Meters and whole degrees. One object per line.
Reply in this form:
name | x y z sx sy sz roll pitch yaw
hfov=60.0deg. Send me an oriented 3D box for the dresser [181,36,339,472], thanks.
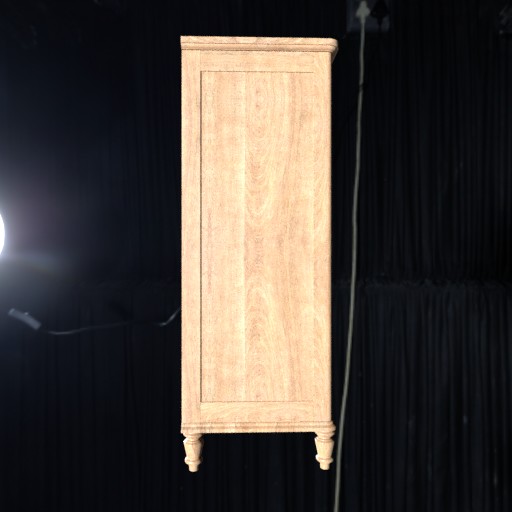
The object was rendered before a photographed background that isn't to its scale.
dresser | 0.000 0.000 1.821 0.484 1.318 0.973 0 0 -2
